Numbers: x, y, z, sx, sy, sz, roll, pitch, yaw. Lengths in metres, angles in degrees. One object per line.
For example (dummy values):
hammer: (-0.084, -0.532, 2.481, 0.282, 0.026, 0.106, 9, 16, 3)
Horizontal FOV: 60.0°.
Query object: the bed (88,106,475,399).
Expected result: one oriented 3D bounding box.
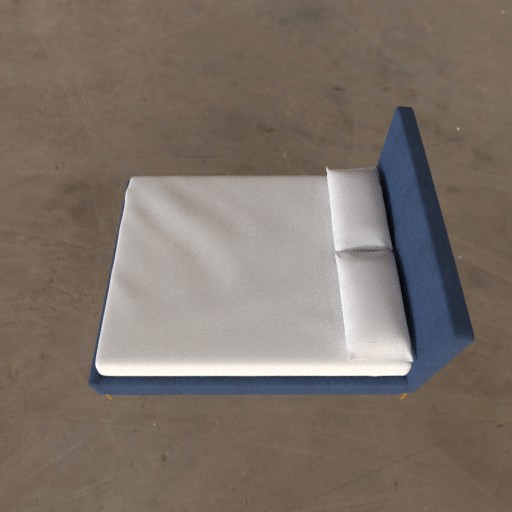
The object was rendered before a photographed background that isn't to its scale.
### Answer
bed: (0.000, 0.000, 3.129, 2.172, 1.231, 1.723, 0, 59, 0)
